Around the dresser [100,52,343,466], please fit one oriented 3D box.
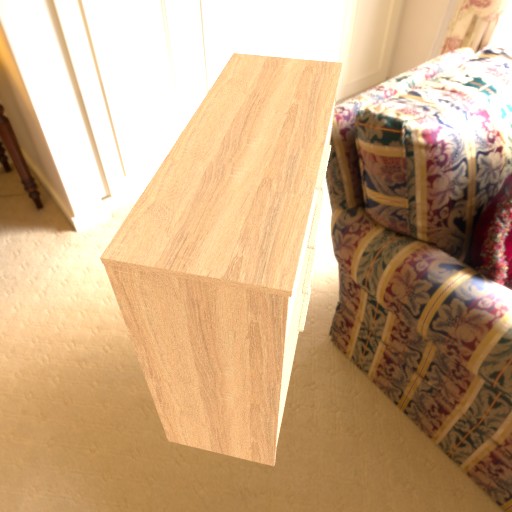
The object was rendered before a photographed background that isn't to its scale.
[{"bbox_3d":[0.000,0.000,1.462,0.380,0.900,0.980,9,47,9],"label":"dresser"}]
